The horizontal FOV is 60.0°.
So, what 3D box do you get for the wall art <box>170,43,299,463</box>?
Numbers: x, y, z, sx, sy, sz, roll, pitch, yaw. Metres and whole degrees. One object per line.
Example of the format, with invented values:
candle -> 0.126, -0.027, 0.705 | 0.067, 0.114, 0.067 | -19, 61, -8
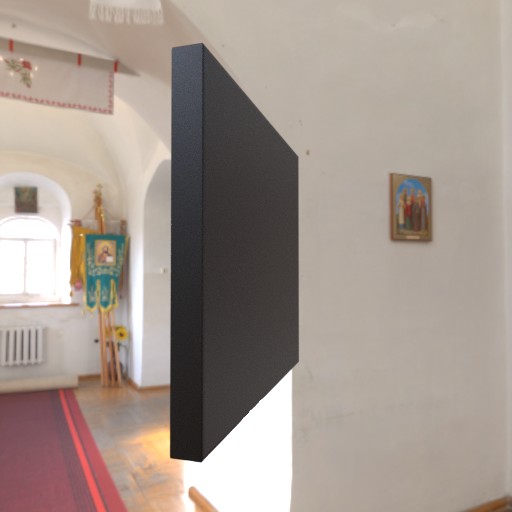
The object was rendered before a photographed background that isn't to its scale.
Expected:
wall art -> 0.000, 0.000, 0.533 | 0.028, 0.330, 0.380 | 0, -1, 17
